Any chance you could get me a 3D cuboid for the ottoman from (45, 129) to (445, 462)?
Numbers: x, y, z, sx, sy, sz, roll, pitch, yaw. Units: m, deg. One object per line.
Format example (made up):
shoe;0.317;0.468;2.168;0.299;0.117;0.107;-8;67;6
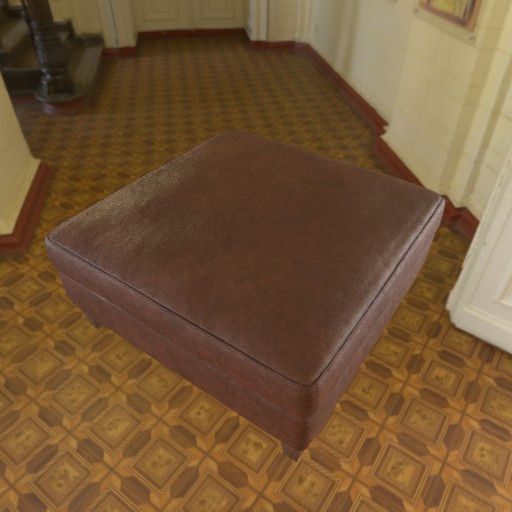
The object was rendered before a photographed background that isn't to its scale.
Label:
ottoman;0.000;0.000;1.332;0.844;0.415;0.836;24;46;26
